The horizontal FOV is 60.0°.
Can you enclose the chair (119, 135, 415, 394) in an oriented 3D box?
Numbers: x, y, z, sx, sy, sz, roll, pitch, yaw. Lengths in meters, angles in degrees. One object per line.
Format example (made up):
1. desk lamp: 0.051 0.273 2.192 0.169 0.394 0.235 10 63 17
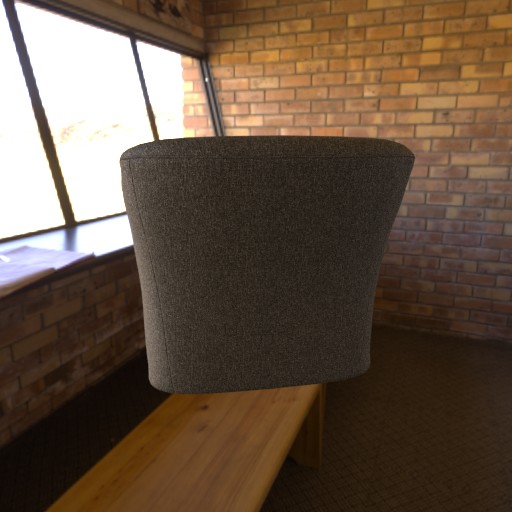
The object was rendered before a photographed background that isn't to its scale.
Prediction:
1. chair: 0.000 0.000 1.650 0.864 0.856 0.923 -2 15 -9
